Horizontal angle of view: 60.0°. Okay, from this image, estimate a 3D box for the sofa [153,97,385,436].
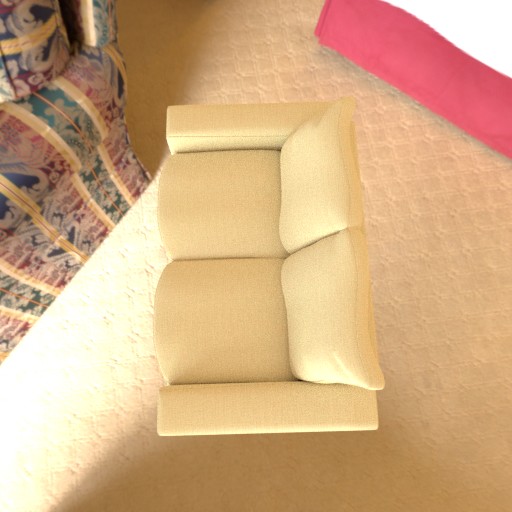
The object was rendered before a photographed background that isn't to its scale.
[{"bbox_3d":[0.000,0.000,2.371,1.091,0.875,1.754,-2,74,0],"label":"sofa"}]
